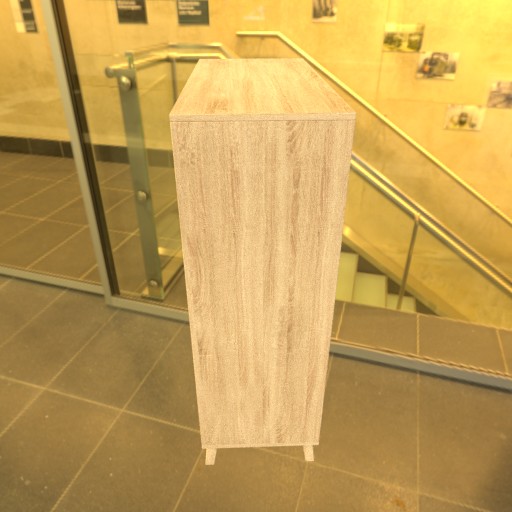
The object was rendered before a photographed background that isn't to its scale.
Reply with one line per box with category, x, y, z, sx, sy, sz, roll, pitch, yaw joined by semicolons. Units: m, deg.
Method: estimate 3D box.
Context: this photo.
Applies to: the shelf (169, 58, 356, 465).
shelf;0.000;0.000;1.844;0.450;1.390;1.000;-1;31;-2
